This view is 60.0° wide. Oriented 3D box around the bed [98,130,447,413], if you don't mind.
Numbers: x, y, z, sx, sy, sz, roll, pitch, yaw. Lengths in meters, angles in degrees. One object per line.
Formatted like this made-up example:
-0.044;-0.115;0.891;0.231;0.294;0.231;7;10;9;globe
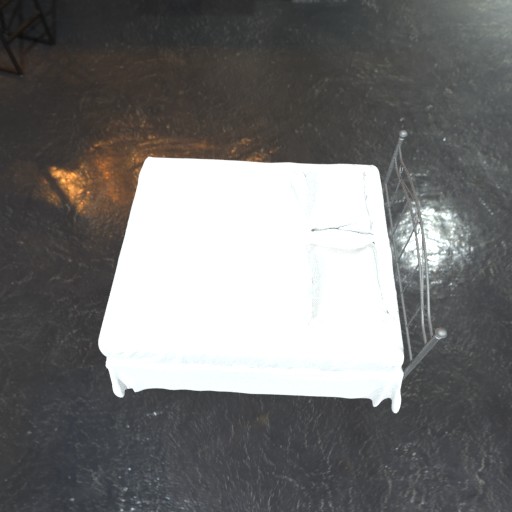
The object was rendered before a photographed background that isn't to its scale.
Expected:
0.000;0.000;3.311;2.215;1.080;1.936;2;57;2;bed
